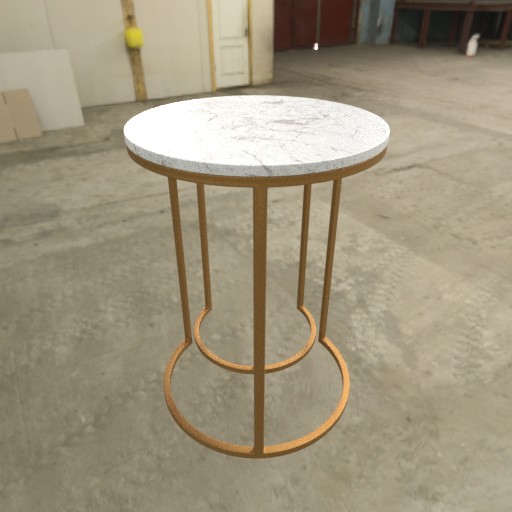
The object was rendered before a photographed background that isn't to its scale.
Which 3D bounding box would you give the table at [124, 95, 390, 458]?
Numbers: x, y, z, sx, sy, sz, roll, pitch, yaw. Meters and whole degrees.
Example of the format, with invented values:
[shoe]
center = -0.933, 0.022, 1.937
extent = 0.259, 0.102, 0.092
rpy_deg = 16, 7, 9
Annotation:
[table]
center = 0.000, 0.000, 0.875
extent = 0.400, 0.550, 0.507
rpy_deg = -1, 31, -1
